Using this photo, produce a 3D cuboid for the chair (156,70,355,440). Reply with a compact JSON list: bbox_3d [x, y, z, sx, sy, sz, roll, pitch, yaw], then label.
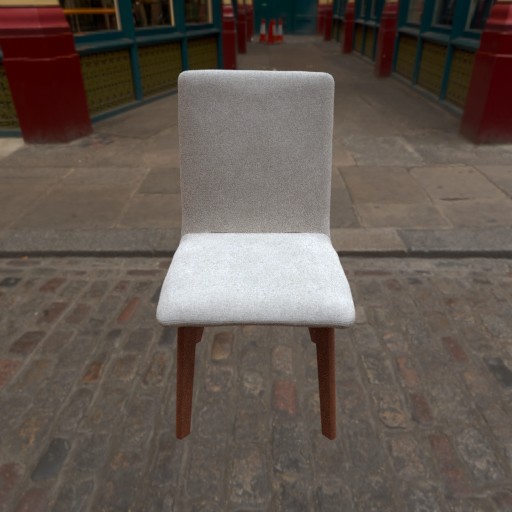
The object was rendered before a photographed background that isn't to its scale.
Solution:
[{"bbox_3d":[0.000,0.000,1.330,0.522,0.974,0.563,0,30,0],"label":"chair"}]
